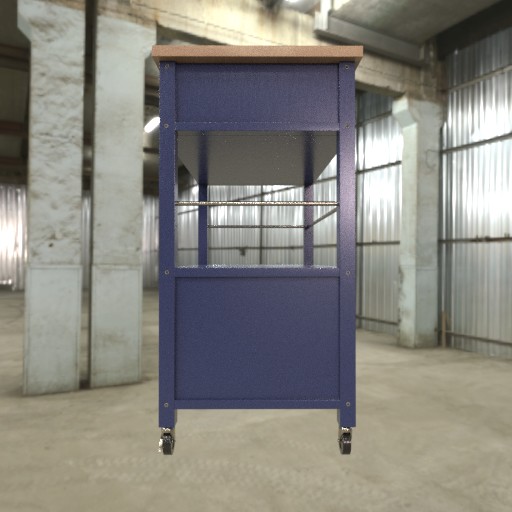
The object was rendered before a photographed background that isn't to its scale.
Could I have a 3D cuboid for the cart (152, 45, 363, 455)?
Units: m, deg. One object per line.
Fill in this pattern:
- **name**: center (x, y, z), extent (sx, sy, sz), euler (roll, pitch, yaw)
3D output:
- **cart**: center (0.000, 0.000, 1.372), extent (0.459, 0.901, 0.840), euler (0, -1, 0)
